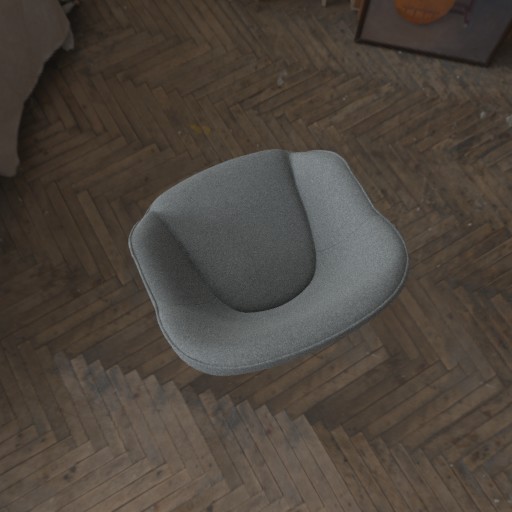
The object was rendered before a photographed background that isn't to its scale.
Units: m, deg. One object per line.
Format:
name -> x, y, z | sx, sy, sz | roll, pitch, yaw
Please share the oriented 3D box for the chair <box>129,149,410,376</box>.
chair -> 0.000, 0.000, 1.259 | 0.589, 0.810, 0.611 | -24, 76, -6
